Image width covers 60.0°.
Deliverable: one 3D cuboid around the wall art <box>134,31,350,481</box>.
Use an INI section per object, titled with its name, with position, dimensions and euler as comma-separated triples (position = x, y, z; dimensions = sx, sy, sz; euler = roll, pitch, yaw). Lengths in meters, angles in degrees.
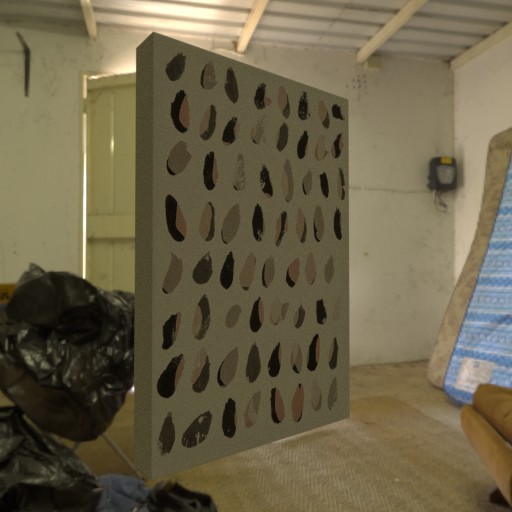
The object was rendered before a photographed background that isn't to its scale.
[wall art]
position = 0.000, 0.000, 0.468
dimensions = 0.252, 0.381, 0.039
euler = 1, -2, -38
